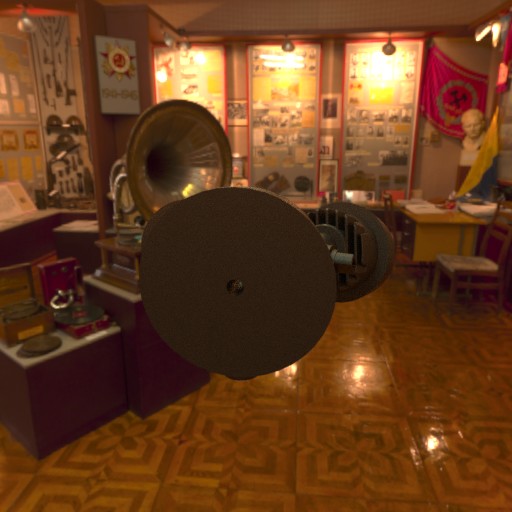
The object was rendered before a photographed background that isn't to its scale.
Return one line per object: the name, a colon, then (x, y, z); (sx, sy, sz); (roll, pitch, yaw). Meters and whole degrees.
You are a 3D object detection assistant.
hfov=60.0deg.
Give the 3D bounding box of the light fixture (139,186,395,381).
light fixture: (0.000, 0.000, 0.321); (0.213, 0.120, 0.168); (2, 16, 7)
